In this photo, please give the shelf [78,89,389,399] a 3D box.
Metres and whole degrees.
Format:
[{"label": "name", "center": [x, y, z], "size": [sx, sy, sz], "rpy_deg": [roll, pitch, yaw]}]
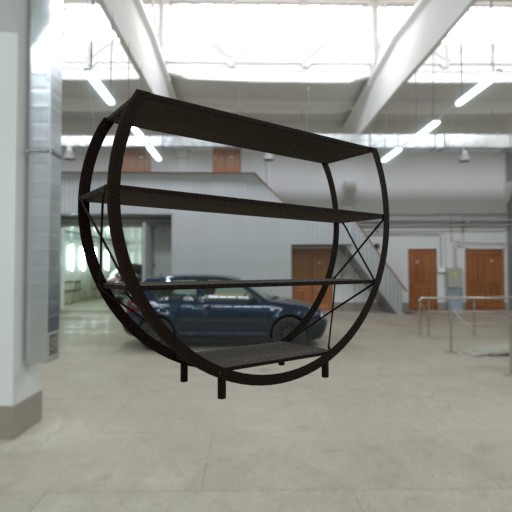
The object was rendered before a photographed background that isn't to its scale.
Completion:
[{"label": "shelf", "center": [0.000, 0.000, 1.926], "size": [1.403, 1.063, 0.344], "rpy_deg": [1, -2, -36]}]
